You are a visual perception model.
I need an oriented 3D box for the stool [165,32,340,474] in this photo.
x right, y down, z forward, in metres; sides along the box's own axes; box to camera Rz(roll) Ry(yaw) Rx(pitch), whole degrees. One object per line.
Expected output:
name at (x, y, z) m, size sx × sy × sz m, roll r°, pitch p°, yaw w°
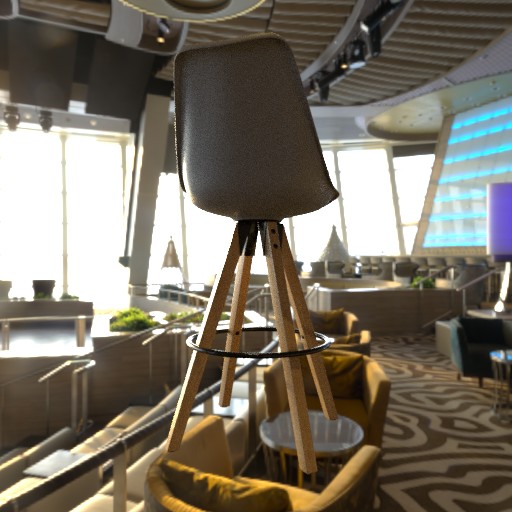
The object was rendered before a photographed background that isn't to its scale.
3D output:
stool at (0.000, 0.000, 1.379) m, size 0.485 × 1.115 × 0.550 m, roll 0°, pitch 0°, yaw 18°
